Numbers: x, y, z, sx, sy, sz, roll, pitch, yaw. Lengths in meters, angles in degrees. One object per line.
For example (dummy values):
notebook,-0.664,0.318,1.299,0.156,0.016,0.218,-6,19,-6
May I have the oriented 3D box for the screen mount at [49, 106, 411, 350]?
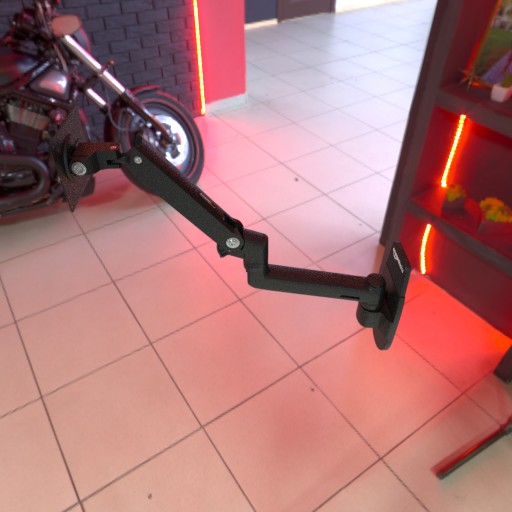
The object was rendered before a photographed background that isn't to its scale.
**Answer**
screen mount,0.000,0.000,0.726,0.495,0.466,0.115,-1,42,-1
